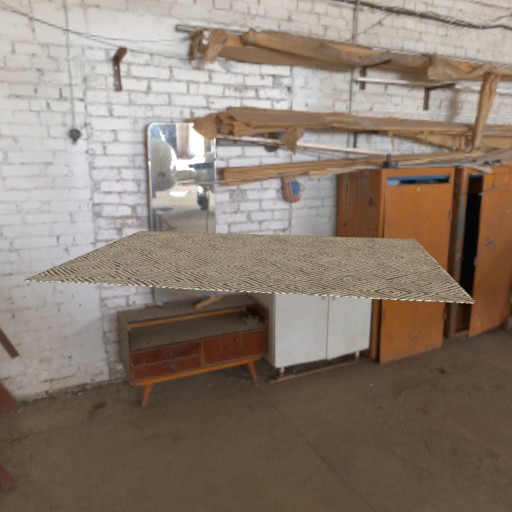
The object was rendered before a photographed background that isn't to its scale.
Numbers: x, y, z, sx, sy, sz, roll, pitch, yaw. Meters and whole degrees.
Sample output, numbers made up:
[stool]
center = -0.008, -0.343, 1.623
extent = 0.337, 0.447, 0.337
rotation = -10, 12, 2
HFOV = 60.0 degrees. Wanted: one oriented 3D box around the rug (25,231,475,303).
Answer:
[rug]
center = 0.000, 0.000, 2.248
extent = 1.750, 0.004, 1.177
rotation = 2, 13, 9
